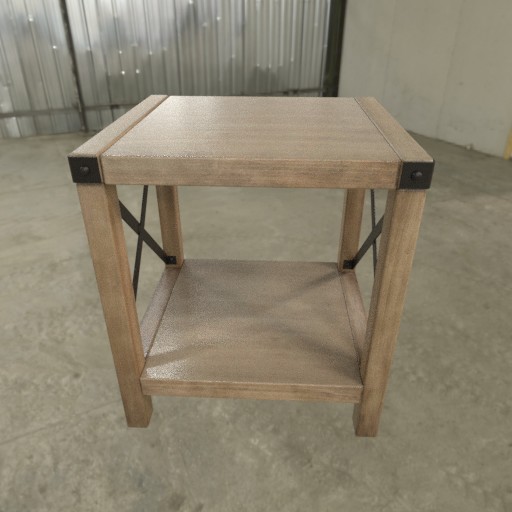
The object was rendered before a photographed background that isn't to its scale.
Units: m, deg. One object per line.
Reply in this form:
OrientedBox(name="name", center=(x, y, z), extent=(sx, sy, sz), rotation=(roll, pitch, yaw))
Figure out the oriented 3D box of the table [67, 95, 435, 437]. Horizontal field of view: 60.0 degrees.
OrientedBox(name="table", center=(0.000, 0.000, 0.924), extent=(0.510, 0.561, 0.459), rotation=(1, 30, 2))
